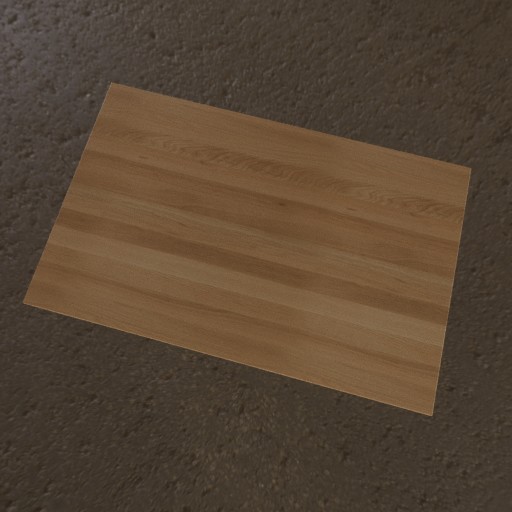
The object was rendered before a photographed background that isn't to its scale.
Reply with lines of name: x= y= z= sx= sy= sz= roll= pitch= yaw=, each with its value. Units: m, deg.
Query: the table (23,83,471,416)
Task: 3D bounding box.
table: x=0.000 y=0.000 z=1.477 sx=1.100 sy=0.510 sz=0.700 roll=15 pitch=76 yaw=4
